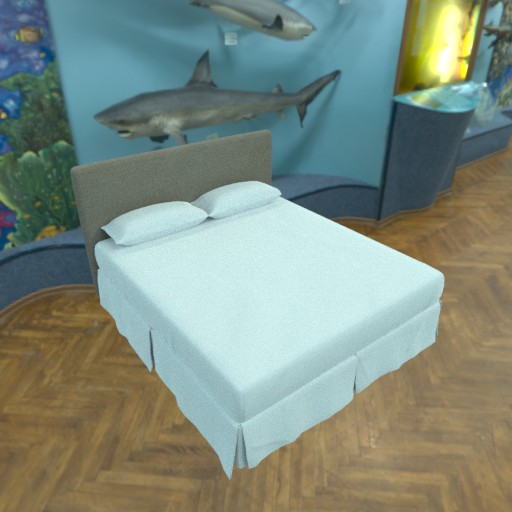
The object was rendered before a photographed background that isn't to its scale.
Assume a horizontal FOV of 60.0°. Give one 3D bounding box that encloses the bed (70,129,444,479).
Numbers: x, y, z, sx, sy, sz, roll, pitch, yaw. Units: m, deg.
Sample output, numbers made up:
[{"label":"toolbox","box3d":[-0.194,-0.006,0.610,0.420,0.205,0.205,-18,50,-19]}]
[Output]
[{"label":"bed","box3d":[0.000,0.000,3.604,2.119,1.317,2.341,-21,36,-32]}]
